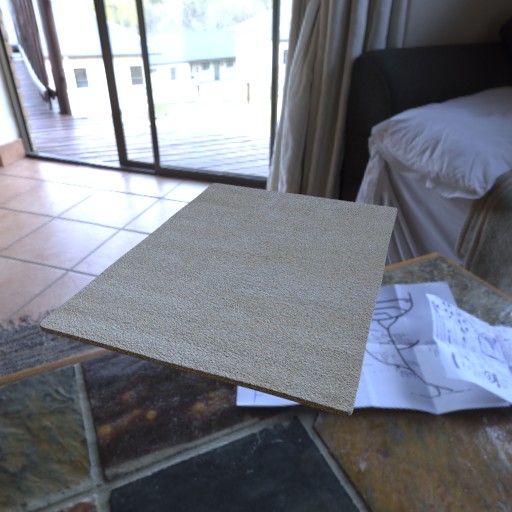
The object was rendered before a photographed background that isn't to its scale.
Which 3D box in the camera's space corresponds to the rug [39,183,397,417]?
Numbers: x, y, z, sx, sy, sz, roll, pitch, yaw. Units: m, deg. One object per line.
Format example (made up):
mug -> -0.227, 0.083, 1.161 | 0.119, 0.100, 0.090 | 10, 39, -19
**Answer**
rug -> 0.000, 0.000, 2.158 | 1.199, 0.025, 1.600 | 10, 32, 17
